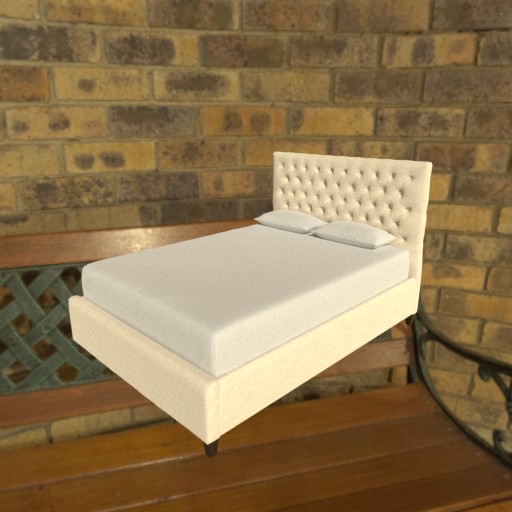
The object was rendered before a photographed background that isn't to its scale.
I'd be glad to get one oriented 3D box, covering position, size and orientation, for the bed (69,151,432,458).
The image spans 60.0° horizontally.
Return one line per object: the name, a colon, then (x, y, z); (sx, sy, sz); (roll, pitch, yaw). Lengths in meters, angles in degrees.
bed: (0.000, 0.000, 3.518); (1.698, 1.427, 2.387); (16, 24, 42)
